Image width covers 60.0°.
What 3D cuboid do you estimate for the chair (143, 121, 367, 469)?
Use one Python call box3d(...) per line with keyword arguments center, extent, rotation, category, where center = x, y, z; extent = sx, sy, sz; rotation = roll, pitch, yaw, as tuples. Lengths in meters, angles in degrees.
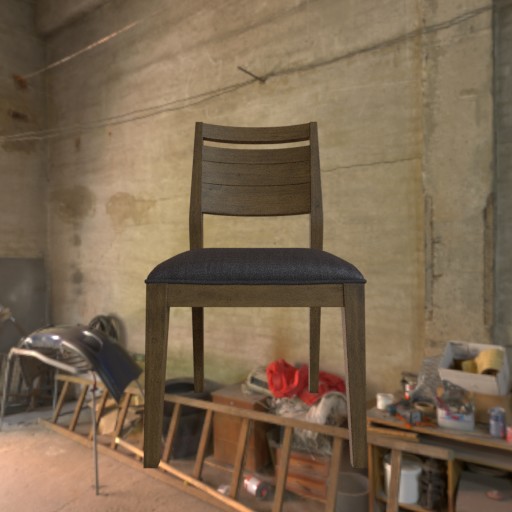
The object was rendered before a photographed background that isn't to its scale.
box3d(center=(0.000, 0.000, 1.282), extent=(0.501, 0.939, 0.610), rotation=(0, -1, 0), category="chair")
